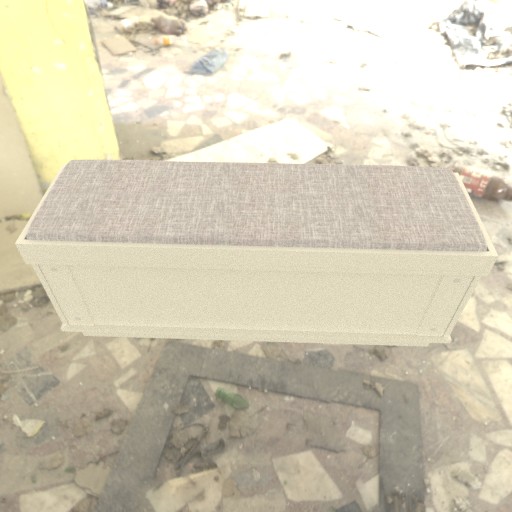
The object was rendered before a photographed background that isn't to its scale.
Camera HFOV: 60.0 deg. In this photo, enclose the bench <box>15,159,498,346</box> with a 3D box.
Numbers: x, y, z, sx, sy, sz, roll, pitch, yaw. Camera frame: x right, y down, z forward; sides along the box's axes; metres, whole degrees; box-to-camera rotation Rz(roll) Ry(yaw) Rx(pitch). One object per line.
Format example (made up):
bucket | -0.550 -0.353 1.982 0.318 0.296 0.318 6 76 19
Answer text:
bench | 0.000 0.000 1.369 1.196 0.453 0.363 2 46 1
